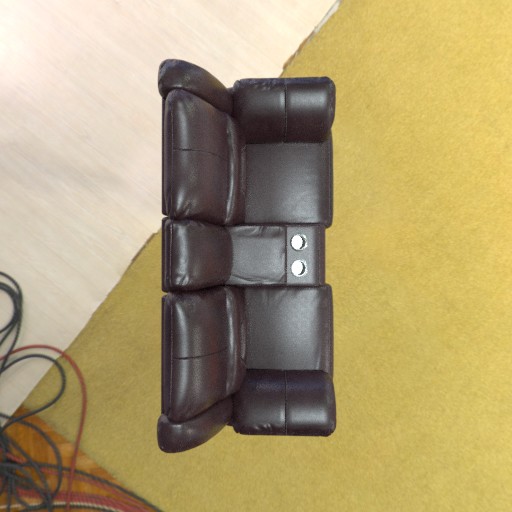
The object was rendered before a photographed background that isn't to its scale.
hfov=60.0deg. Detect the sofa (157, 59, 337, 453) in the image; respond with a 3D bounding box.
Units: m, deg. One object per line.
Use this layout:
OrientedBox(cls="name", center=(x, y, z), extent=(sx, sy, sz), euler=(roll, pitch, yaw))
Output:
OrientedBox(cls="sofa", center=(0.000, 0.000, 2.607), extent=(0.991, 1.043, 2.058), euler=(0, 89, 0))
